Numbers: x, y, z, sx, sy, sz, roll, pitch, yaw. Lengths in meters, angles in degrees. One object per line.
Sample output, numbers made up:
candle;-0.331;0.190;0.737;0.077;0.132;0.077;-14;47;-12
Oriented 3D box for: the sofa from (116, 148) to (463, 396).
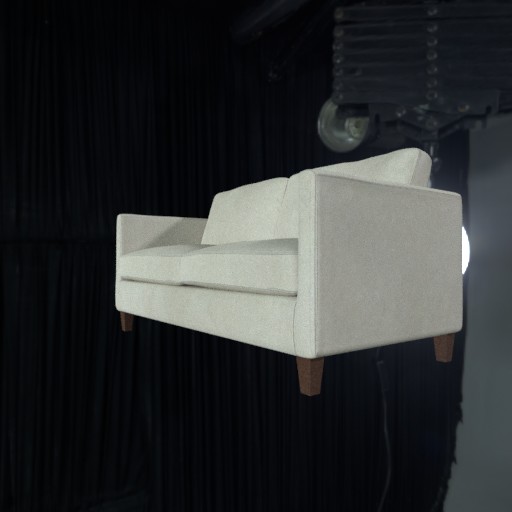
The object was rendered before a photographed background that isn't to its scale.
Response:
sofa;0.000;0.000;2.404;0.950;0.940;1.846;0;-1;-37
